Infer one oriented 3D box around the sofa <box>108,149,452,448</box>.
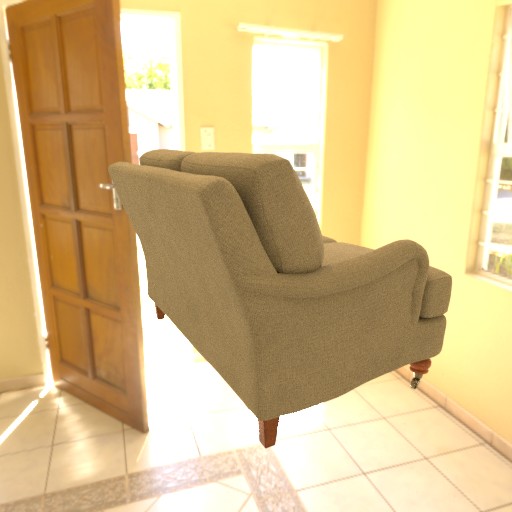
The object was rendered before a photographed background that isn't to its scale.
[{"bbox_3d":[0.000,0.000,2.148,1.087,0.999,1.480,-7,16,-27],"label":"sofa"}]
